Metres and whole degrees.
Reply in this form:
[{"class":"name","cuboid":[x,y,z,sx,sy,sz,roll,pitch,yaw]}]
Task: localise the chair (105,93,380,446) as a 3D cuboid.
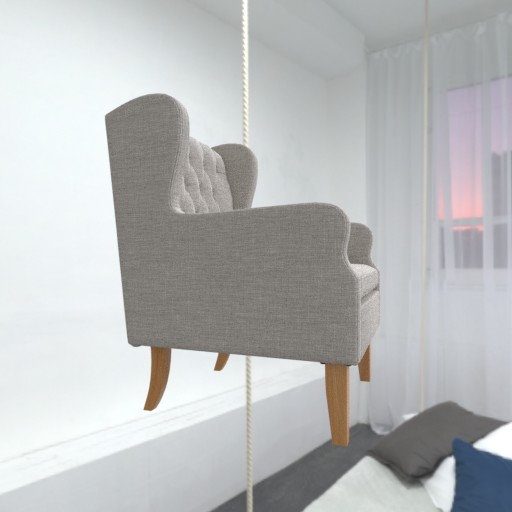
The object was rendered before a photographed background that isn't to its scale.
[{"class":"chair","cuboid":[0.000,0.000,1.492,0.760,0.930,0.710,0,0,20]}]
